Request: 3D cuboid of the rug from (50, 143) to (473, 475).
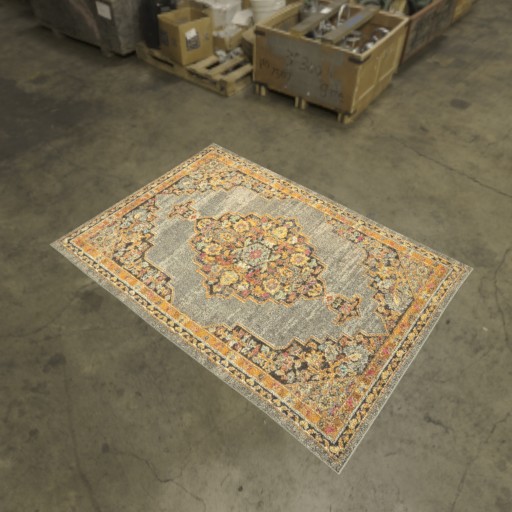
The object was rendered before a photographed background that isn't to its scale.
[{"bbox_3d":[0.000,0.000,3.897,3.063,0.024,2.158,31,54,26],"label":"rug"}]
